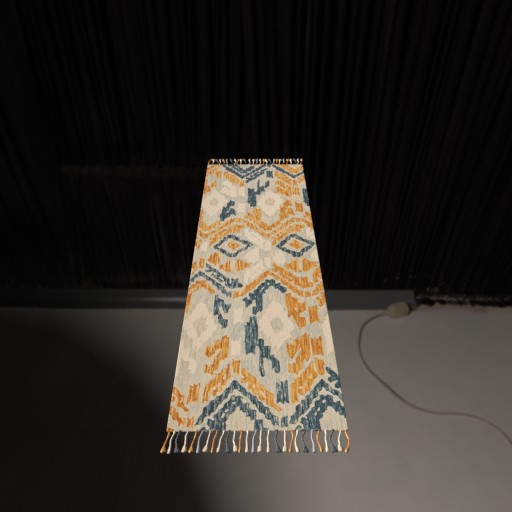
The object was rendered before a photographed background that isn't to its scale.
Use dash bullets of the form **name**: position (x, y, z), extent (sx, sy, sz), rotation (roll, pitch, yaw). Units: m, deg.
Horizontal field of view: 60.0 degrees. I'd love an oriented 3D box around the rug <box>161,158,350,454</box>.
- **rug**: position (0.000, 0.000, 2.702), extent (0.783, 0.010, 2.437), rotation (0, 41, 0)
